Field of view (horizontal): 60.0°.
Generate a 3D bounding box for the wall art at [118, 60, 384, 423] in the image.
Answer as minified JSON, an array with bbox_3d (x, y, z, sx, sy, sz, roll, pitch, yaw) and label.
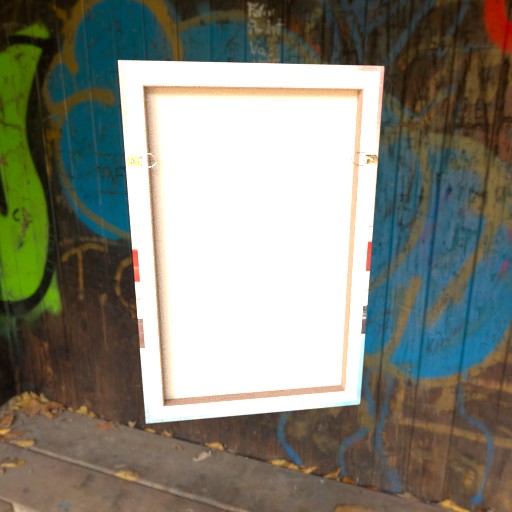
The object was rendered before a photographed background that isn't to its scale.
[{"bbox_3d":[0.000,0.000,1.141,0.610,0.914,0.038,-2,16,-8],"label":"wall art"}]
